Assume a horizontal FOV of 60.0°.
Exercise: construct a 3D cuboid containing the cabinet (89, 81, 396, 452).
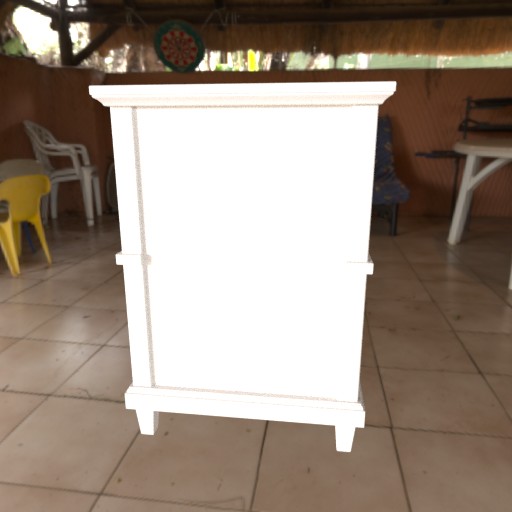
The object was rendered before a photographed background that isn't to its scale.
[{"bbox_3d":[0.000,0.000,1.138,0.544,0.775,0.547,2,16,7],"label":"cabinet"}]
